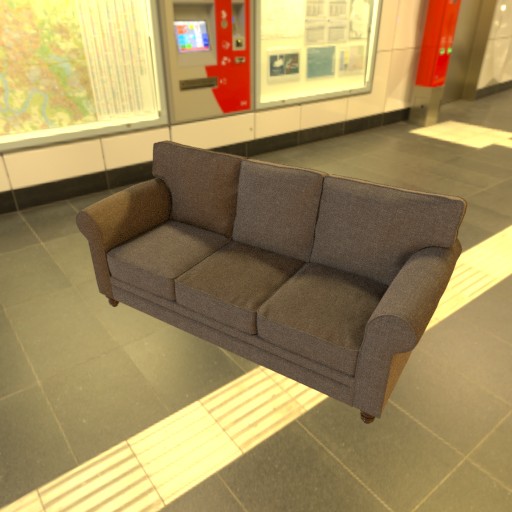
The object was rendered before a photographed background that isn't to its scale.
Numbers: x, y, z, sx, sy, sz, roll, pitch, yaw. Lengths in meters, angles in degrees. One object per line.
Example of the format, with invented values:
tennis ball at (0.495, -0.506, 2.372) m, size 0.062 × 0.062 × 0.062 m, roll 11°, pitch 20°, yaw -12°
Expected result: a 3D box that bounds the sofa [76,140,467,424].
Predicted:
sofa at (0.000, 0.000, 2.607) m, size 2.084 × 0.961 × 0.916 m, roll 18°, pitch 34°, yaw 28°
